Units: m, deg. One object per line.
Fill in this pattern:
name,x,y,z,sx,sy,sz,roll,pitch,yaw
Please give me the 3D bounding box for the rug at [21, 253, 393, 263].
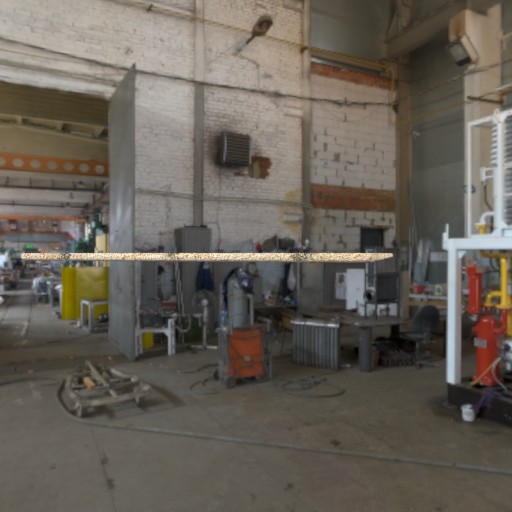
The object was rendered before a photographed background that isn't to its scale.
rug,0.000,0.000,2.107,1.200,0.025,1.600,0,0,19
